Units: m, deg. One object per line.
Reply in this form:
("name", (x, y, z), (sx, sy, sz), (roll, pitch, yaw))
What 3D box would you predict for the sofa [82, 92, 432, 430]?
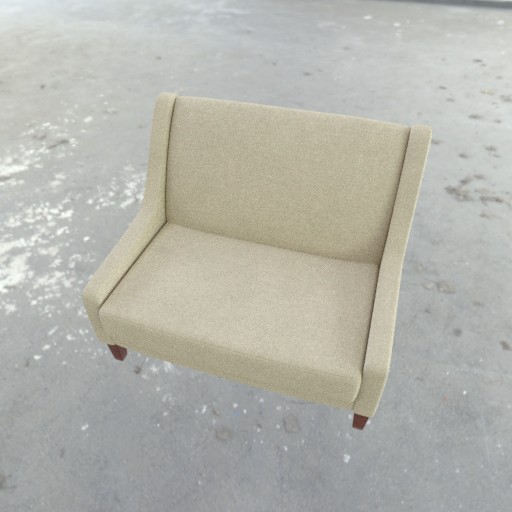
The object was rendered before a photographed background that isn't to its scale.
("sofa", (0.000, 0.000, 1.909), (1.212, 0.976, 0.946), (12, 43, 13))
